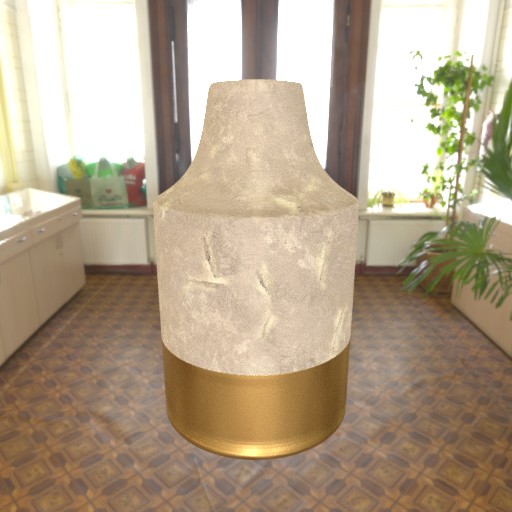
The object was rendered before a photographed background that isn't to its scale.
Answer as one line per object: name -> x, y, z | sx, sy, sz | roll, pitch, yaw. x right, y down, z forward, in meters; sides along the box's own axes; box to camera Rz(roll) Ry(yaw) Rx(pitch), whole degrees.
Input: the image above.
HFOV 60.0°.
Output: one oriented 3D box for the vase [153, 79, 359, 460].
vase -> 0.000, 0.000, 0.419 | 0.184, 0.305, 0.184 | 0, 16, 0
